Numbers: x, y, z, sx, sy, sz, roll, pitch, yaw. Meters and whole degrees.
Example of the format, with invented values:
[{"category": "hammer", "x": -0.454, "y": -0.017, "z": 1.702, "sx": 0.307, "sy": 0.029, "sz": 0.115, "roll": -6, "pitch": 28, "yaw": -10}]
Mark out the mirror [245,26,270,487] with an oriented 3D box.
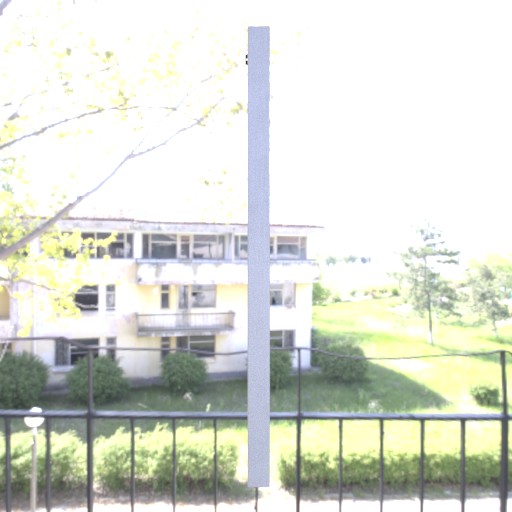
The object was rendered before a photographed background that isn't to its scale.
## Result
[{"category": "mirror", "x": 0.000, "y": 0.000, "z": 0.935, "sx": 0.039, "sy": 0.710, "sz": 0.507, "roll": 0, "pitch": 1, "yaw": 0}]
